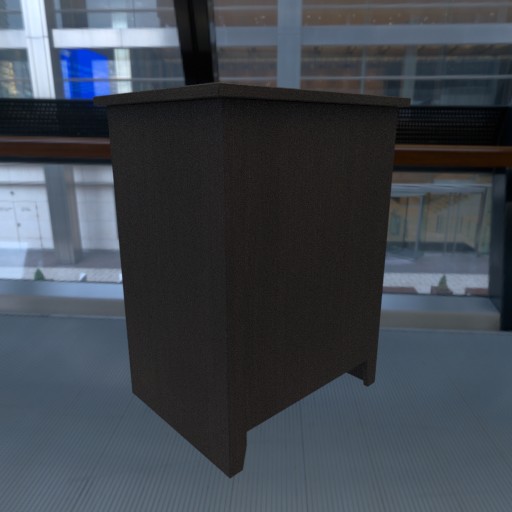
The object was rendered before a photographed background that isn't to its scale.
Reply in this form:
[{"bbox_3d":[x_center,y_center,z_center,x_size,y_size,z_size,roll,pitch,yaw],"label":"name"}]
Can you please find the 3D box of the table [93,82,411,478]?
[{"bbox_3d":[0.000,0.000,0.940,0.480,0.635,0.381,-14,22,-41],"label":"table"}]
